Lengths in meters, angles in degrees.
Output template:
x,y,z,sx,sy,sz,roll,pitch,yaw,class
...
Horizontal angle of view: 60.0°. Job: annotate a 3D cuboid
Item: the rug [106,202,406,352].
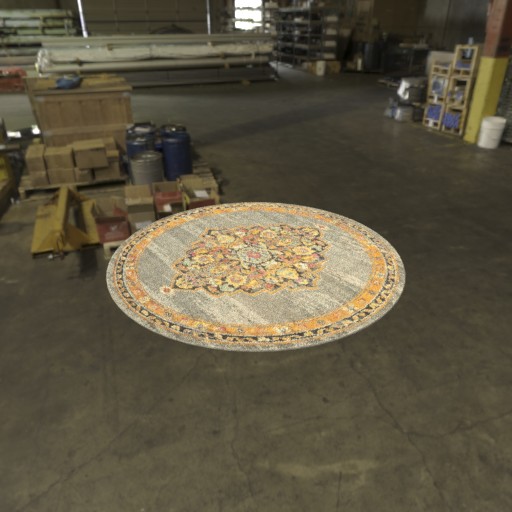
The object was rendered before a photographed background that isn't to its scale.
x,y,z,sx,sy,sz,roll,pitch,yaw,class
0.000,0.000,2.468,1.598,0.010,1.598,0,29,0,rug
